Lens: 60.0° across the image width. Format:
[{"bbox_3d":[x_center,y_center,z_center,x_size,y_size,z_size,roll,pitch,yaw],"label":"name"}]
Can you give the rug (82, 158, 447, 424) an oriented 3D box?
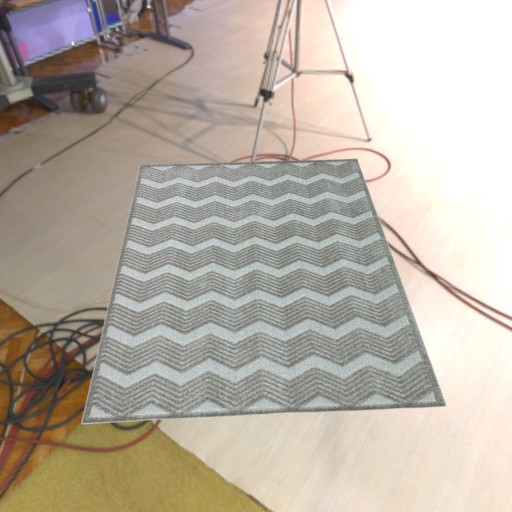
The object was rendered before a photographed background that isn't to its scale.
[{"bbox_3d":[0.000,0.000,3.883,2.391,0.005,2.880,-2,46,-2],"label":"rug"}]
